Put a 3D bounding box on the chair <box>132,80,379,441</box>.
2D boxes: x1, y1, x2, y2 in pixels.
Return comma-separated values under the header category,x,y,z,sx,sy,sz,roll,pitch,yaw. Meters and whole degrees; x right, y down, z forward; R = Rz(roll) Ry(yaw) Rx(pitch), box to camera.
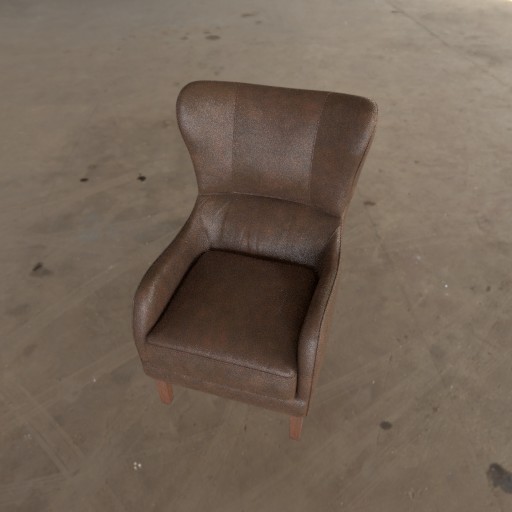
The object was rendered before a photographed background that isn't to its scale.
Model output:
category,x,y,z,sx,sy,sz,roll,pitch,yaw
chair,0.000,0.000,1.648,0.692,1.048,0.914,11,41,13
